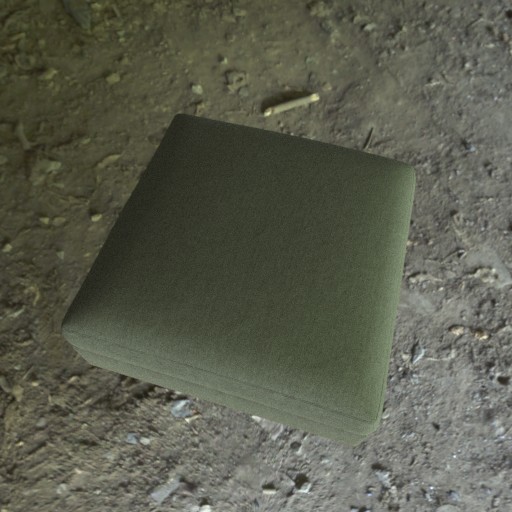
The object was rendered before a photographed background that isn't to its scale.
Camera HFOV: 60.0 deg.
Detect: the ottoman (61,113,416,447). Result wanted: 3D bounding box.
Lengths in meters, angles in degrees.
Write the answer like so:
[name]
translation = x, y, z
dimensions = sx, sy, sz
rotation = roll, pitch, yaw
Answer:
[ottoman]
translation = 0.000, 0.000, 1.658
dimensions = 1.041, 0.470, 1.041
rotation = 14, 60, 8
